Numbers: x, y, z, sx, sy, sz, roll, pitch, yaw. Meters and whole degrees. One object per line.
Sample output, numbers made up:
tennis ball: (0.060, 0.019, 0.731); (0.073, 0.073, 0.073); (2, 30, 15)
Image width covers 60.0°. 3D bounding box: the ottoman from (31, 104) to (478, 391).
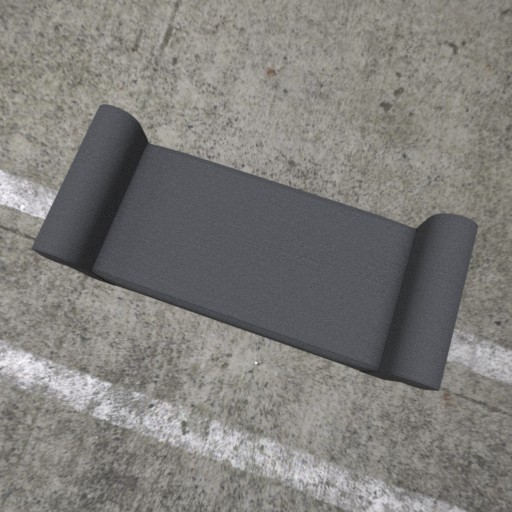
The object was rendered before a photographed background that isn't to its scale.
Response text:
ottoman: (0.000, 0.000, 1.551); (1.256, 0.547, 0.521); (19, 77, 4)
